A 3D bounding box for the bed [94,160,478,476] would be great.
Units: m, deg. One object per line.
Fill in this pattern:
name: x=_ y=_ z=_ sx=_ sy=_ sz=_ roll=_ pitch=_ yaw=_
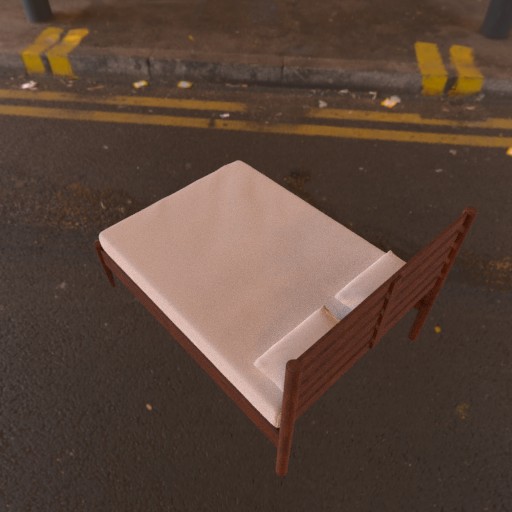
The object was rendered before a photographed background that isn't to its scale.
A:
bed: x=0.000 y=0.000 z=3.145 sx=1.509 sy=1.304 sz=2.093 roll=-34 pitch=55 yaw=-28
